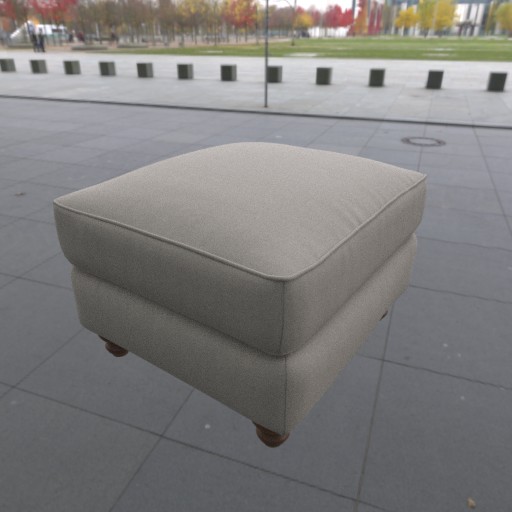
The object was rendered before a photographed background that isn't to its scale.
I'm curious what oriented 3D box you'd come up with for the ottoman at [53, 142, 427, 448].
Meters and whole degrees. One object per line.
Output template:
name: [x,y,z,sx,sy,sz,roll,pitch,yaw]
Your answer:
ottoman: [0.000,0.000,1.143,0.662,0.505,0.716,18,32,31]
